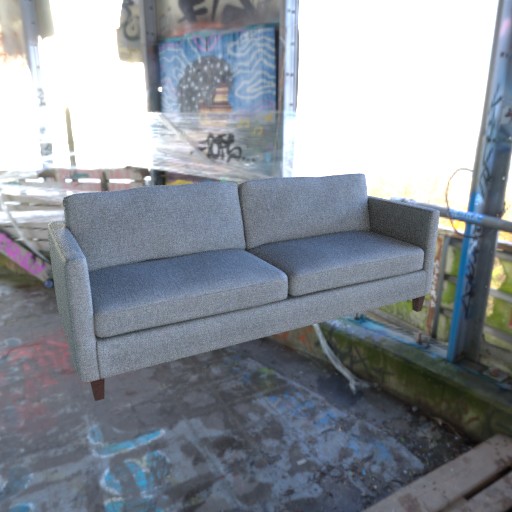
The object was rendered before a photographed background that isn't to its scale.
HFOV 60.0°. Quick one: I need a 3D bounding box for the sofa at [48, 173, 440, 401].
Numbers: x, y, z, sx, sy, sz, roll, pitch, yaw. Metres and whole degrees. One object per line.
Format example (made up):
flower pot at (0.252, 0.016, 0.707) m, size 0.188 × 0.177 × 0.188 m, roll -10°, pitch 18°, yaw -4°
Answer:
sofa at (0.000, 0.000, 2.952) m, size 2.434 × 0.951 × 0.948 m, roll -9°, pitch 19°, yaw -27°
